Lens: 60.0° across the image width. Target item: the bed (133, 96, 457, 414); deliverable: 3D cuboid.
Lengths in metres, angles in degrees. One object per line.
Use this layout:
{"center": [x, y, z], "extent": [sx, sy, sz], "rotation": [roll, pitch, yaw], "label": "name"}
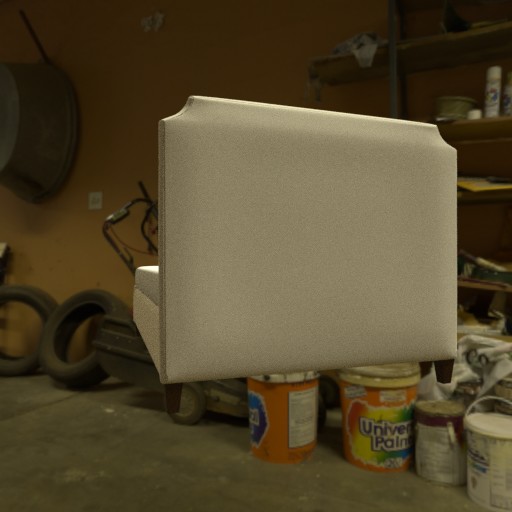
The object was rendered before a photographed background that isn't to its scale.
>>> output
{"center": [0.000, 0.000, 3.392], "extent": [1.712, 1.497, 2.372], "rotation": [0, -1, -19], "label": "bed"}
